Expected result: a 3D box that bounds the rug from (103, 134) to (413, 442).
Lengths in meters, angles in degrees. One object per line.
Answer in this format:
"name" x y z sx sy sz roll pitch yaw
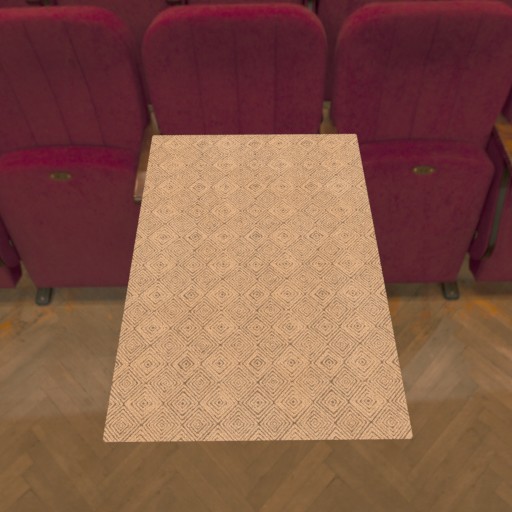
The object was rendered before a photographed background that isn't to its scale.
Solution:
"rug" 0.000 0.000 2.872 1.593 0.008 2.238 0 58 0
